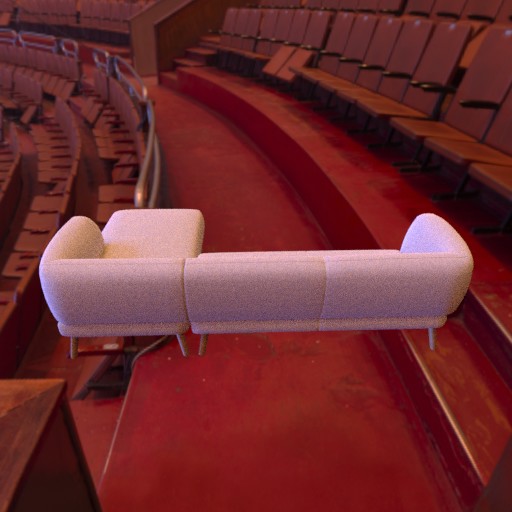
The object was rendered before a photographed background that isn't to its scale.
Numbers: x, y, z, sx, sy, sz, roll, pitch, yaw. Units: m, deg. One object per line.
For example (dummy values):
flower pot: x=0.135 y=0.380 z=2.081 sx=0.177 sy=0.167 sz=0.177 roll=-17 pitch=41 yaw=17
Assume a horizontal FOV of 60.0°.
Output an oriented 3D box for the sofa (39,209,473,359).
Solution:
sofa: x=0.000 y=0.000 z=3.340 sx=2.660 sy=0.730 sz=1.610 roll=-1 pitch=29 yaw=-2
